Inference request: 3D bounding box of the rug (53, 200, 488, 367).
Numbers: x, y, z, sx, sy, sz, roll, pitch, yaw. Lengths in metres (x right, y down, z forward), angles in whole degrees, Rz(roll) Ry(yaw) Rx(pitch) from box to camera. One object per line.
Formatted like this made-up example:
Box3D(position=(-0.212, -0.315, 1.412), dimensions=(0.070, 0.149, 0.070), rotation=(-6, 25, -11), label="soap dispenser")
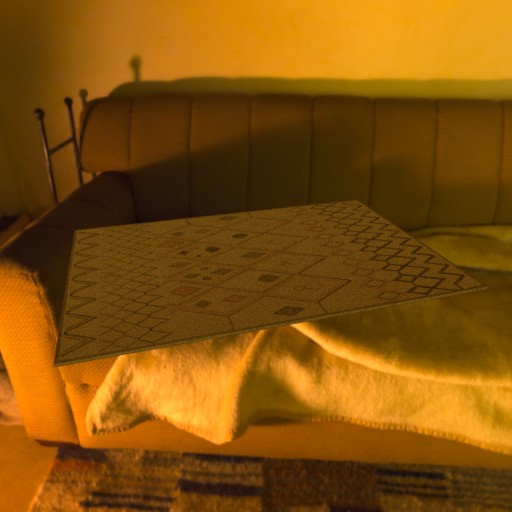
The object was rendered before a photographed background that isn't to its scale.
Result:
Box3D(position=(0.000, 0.000, 2.287), dimensions=(1.829, 0.016, 1.219), rotation=(-8, 28, -15), label="rug")
